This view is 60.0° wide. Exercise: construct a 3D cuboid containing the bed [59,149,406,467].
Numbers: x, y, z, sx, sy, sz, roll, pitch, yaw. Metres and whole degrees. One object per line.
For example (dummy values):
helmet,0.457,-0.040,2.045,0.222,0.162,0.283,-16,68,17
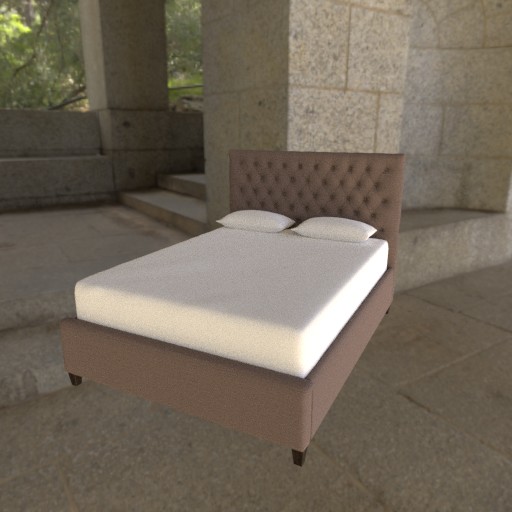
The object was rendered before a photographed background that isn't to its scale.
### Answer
bed,0.000,0.000,3.301,1.696,1.426,2.233,8,18,26
